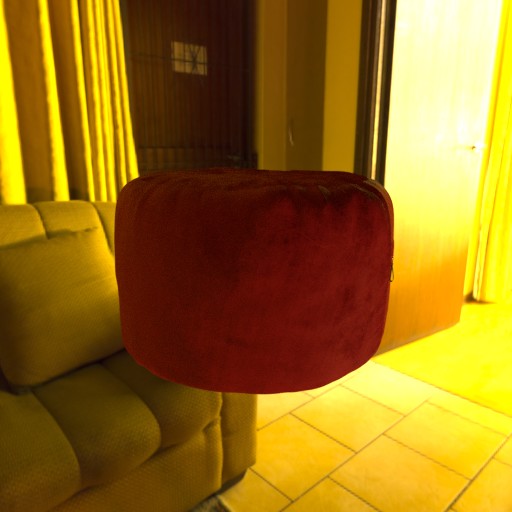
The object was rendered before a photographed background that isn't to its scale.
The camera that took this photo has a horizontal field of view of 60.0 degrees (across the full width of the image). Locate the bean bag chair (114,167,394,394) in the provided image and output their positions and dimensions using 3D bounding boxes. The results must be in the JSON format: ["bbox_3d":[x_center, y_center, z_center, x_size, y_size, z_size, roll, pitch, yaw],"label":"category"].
[{"bbox_3d":[0.000,0.000,2.010,1.219,0.762,1.219,0,14,0],"label":"bean bag chair"}]
